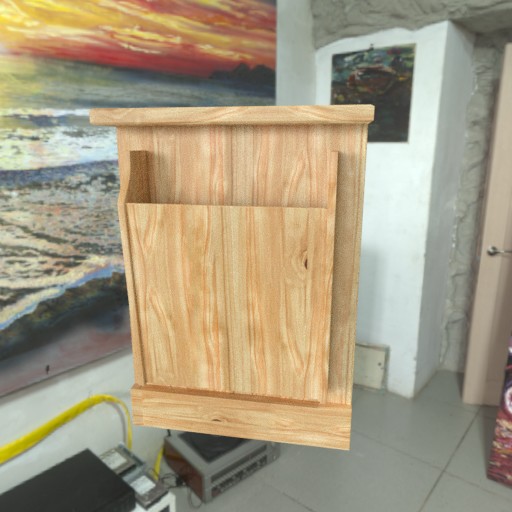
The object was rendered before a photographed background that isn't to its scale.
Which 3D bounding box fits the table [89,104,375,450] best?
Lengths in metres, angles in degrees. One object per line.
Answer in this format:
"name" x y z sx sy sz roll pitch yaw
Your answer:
"table" 0.000 0.000 0.860 0.380 0.515 0.530 3 14 10
